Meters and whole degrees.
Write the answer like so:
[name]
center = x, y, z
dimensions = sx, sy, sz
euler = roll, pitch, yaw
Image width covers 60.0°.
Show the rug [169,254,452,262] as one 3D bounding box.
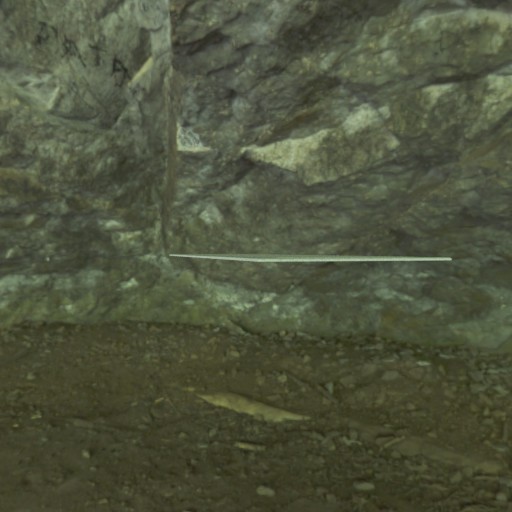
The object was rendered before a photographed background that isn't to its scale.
[rug]
center = 0.000, 0.000, 2.685
dimensions = 0.759, 0.012, 2.430
euler = 0, 1, -18
